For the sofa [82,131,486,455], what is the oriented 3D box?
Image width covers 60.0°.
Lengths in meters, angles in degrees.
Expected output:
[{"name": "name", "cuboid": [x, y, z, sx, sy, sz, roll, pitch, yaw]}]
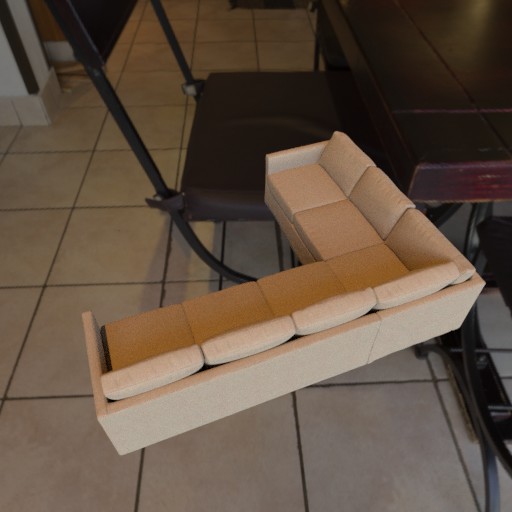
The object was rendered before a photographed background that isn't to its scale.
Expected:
[{"name": "sofa", "cuboid": [0.000, 0.000, 4.225, 3.182, 0.871, 2.432, -16, 48, -14]}]
